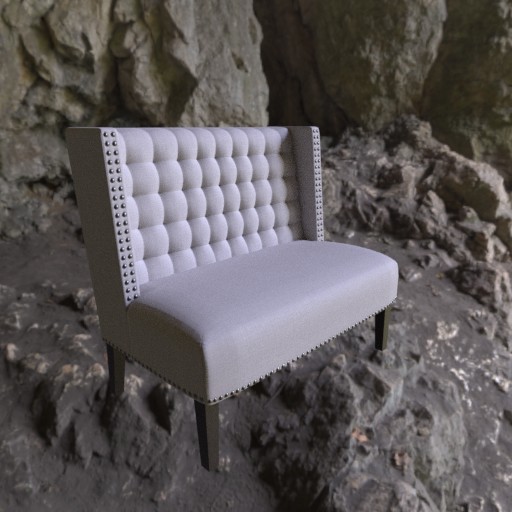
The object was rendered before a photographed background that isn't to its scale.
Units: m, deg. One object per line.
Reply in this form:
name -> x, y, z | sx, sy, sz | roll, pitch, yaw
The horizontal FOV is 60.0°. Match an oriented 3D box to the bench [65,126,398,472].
bench -> 0.000, 0.000, 2.012 | 0.847, 1.123, 1.280 | 15, 22, 42
